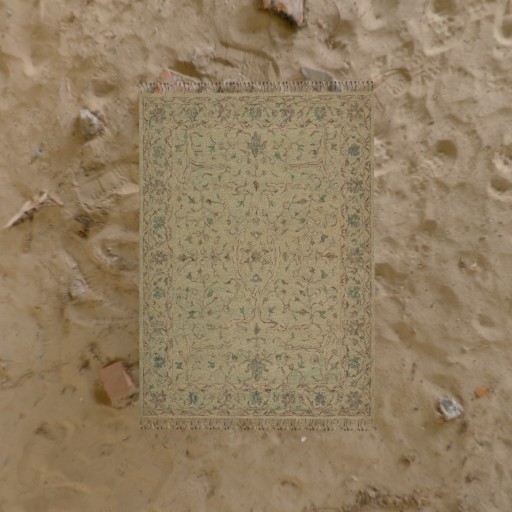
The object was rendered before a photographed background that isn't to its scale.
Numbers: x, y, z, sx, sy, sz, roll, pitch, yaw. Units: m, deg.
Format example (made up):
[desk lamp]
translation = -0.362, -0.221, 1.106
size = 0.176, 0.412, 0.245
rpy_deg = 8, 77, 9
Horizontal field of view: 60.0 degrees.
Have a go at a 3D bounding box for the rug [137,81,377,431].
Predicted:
[rug]
translation = 0.000, 0.000, 2.295
size = 1.247, 0.008, 1.802
rpy_deg = 0, 90, 1
